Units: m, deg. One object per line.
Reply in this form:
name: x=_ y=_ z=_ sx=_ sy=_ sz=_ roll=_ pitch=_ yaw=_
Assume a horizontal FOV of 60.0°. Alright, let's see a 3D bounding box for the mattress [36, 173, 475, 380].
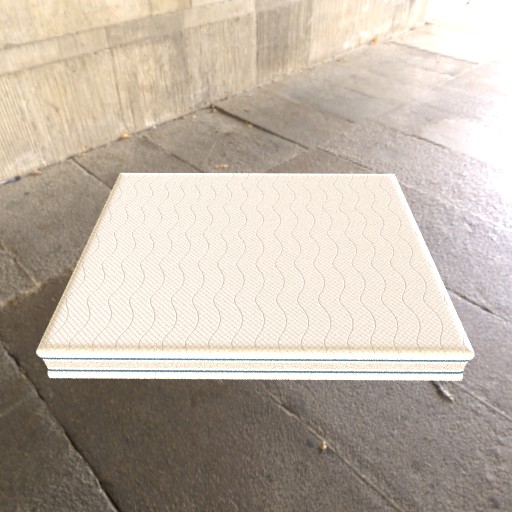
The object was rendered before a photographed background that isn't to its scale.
mattress: x=0.000 y=0.000 z=2.685 sx=2.000 sy=0.230 sz=1.600 roll=0 pitch=41 yaw=0
